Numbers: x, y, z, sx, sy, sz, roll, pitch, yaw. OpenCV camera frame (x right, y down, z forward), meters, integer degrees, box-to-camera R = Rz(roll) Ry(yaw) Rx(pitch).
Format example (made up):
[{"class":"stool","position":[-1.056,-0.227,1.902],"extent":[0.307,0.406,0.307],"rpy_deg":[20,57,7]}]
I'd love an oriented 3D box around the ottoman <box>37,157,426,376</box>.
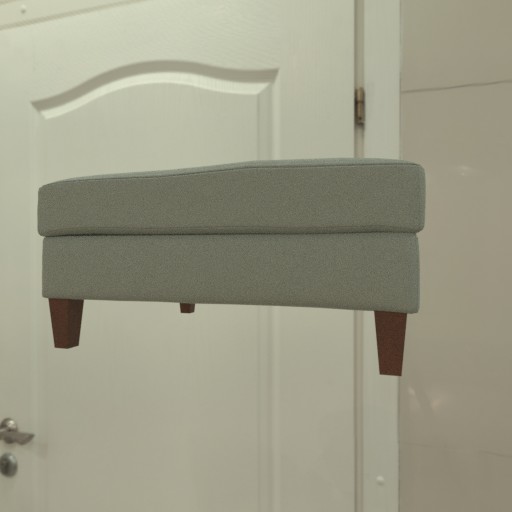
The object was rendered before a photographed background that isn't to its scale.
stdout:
[{"class":"ottoman","position":[0.000,0.000,1.427],"extent":[0.991,0.494,0.842],"rpy_deg":[0,0,18]}]
